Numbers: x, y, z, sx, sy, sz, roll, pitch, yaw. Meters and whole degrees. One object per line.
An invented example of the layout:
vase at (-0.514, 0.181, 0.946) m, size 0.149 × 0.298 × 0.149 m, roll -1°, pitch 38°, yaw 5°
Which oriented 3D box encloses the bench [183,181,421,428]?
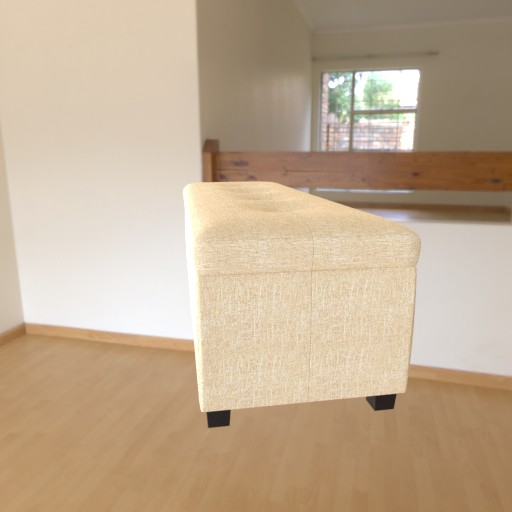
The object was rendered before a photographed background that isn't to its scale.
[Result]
bench at (0.000, 0.000, 1.411) m, size 0.432 × 0.406 × 1.219 m, roll -2°, pitch 14°, yaw -9°
